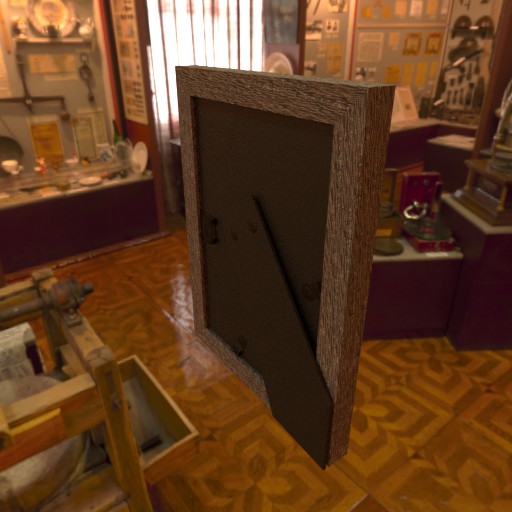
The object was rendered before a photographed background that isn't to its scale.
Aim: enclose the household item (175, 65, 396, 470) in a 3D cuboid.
[{"bbox_3d":[0.000,0.000,0.275,0.020,0.210,0.160,-18,32,-32],"label":"household item"}]
